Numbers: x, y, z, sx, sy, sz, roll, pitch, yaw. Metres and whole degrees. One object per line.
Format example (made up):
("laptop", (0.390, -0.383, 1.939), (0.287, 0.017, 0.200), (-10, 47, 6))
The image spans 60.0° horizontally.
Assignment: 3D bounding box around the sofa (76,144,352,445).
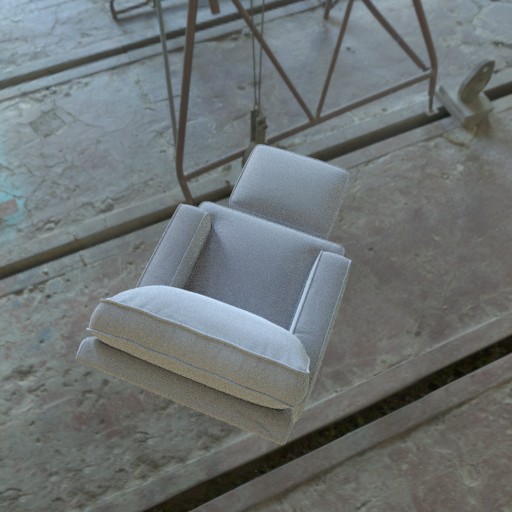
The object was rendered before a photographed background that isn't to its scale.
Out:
("sofa", (0.000, 0.000, 2.038), (0.861, 0.959, 1.472), (19, 66, 9))
